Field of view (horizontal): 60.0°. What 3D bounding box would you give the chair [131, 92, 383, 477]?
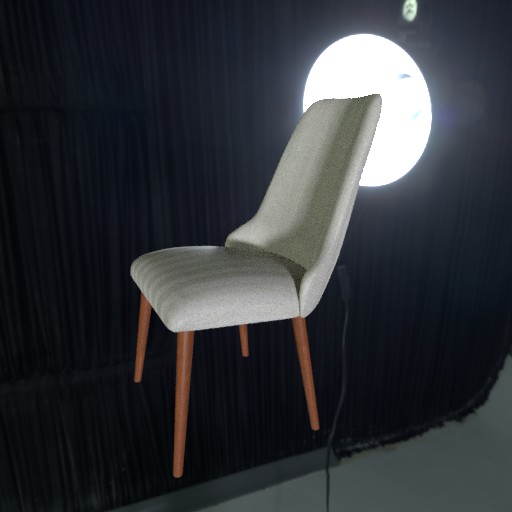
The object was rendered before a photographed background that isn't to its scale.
[{"bbox_3d":[0.000,0.000,1.314,0.684,0.917,0.526,-8,17,-25],"label":"chair"}]
